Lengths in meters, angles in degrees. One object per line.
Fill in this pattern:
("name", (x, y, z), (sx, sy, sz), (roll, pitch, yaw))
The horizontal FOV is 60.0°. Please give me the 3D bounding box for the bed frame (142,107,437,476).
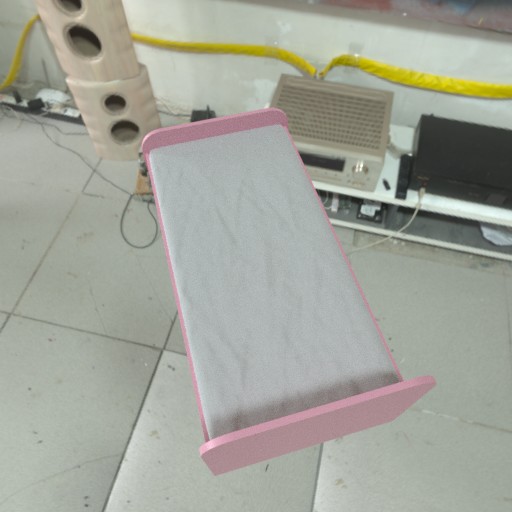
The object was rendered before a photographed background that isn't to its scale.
("bed frame", (0.000, 0.000, 2.505), (0.998, 0.805, 1.963), (-14, 59, -8))
